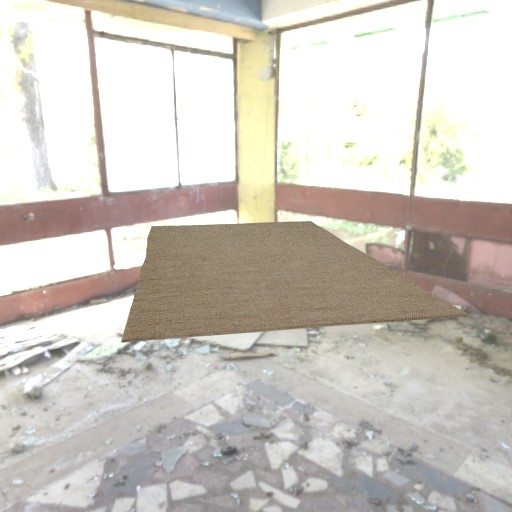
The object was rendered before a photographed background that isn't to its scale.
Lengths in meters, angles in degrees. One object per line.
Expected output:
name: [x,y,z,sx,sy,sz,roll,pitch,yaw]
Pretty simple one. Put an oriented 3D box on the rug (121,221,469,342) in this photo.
rug: [0.000,0.000,3.038,1.533,0.011,2.439,-3,15,-10]
